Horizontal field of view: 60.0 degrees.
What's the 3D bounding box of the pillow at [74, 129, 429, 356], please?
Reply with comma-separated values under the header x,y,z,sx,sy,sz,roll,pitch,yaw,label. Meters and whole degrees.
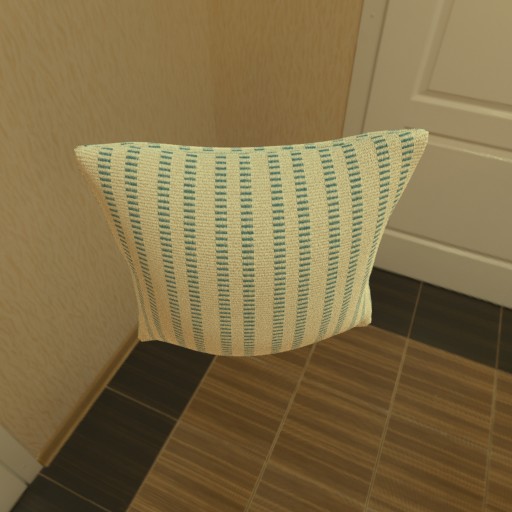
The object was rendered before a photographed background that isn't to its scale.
x,y,z,sx,sy,sz,roll,pitch,yaw,label
0.000,0.000,0.686,0.438,0.419,0.247,-4,47,-3,pillow
